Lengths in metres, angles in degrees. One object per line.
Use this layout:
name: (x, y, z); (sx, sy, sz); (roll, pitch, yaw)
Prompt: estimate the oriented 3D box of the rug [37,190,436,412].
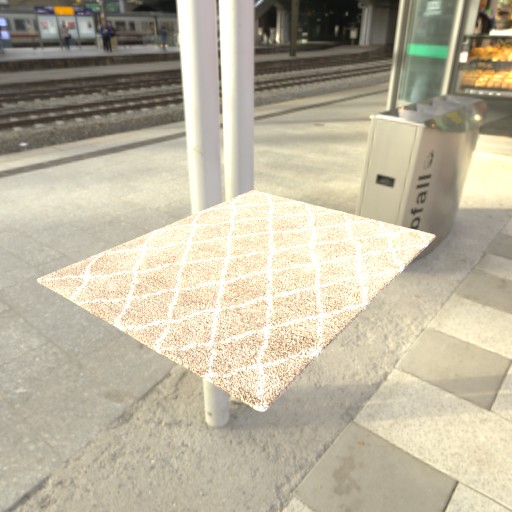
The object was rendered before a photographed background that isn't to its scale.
rug: (0.000, 0.000, 4.227); (2.438, 0.029, 3.047); (19, 33, 33)
